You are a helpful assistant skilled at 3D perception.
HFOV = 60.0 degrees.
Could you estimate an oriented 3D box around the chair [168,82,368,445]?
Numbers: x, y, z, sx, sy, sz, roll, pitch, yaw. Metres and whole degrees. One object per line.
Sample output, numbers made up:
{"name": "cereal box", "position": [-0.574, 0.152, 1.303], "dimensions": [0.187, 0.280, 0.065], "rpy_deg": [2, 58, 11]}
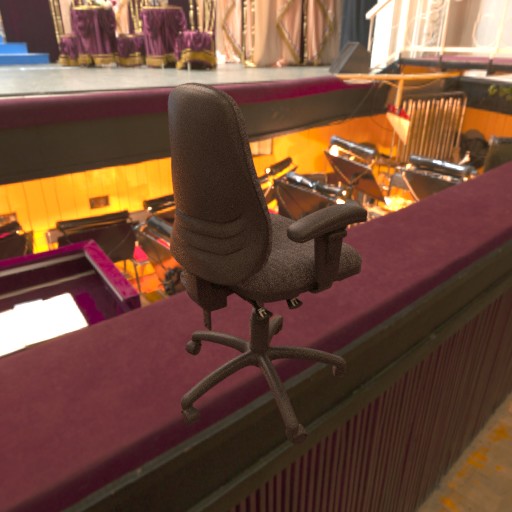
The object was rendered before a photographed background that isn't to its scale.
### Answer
{"name": "chair", "position": [0.000, 0.000, 1.226], "dimensions": [0.530, 0.910, 0.550], "rpy_deg": [-19, 32, -33]}
